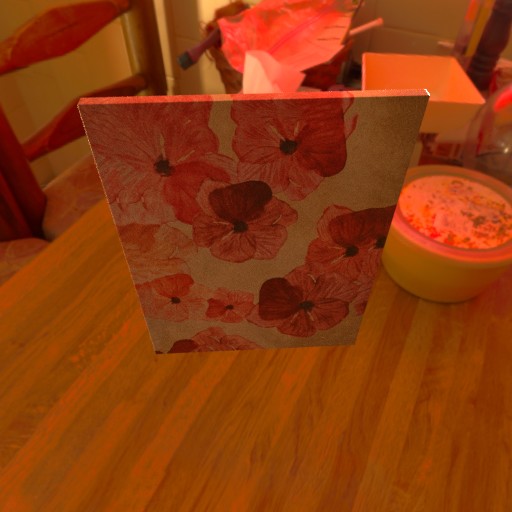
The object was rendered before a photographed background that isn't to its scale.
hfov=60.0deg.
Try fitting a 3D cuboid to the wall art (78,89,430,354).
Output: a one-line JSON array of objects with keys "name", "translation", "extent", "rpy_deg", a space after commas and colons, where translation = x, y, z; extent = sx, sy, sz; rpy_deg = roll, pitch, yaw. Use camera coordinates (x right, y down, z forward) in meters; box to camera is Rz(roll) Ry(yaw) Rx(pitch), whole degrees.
[{"name": "wall art", "translation": [0.000, 0.000, 1.335], "extent": [0.762, 1.015, 0.031], "rpy_deg": [-2, 47, -2]}]
